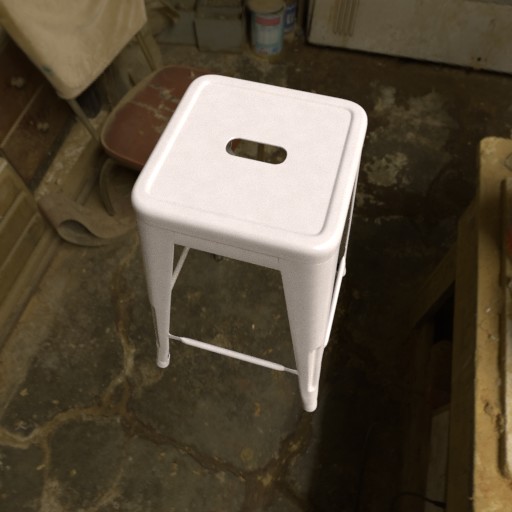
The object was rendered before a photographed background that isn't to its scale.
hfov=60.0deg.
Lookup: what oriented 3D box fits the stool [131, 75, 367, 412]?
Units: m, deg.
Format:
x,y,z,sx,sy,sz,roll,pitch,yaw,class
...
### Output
x,y,z,sx,sy,sz,roll,pitch,yaw,class
0.000,0.000,0.904,0.406,0.610,0.406,14,60,8,stool
